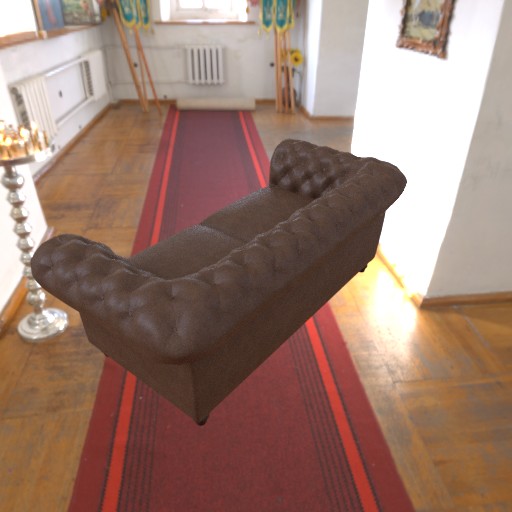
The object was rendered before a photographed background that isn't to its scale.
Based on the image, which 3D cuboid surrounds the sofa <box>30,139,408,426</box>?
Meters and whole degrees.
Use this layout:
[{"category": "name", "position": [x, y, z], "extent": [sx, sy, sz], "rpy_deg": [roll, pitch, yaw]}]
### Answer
[{"category": "sofa", "position": [0.000, 0.000, 2.502], "extent": [0.955, 0.784, 2.048], "rpy_deg": [23, 39, 32]}]
